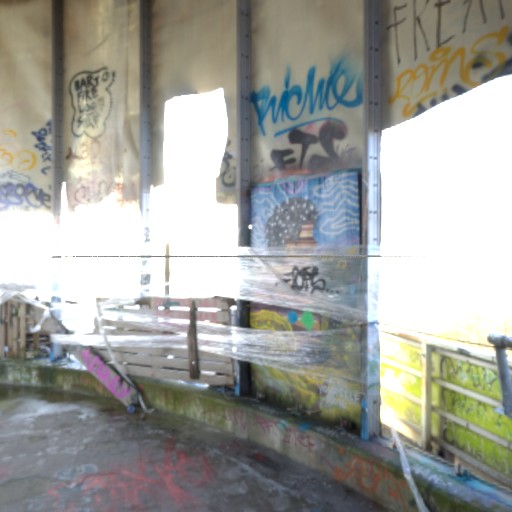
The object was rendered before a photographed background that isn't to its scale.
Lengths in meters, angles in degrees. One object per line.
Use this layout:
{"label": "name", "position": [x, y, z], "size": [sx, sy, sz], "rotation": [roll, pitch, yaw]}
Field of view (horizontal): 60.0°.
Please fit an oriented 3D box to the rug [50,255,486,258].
{"label": "rug", "position": [0.000, 0.000, 2.332], "size": [1.827, 0.006, 1.221], "rotation": [0, 0, -18]}
